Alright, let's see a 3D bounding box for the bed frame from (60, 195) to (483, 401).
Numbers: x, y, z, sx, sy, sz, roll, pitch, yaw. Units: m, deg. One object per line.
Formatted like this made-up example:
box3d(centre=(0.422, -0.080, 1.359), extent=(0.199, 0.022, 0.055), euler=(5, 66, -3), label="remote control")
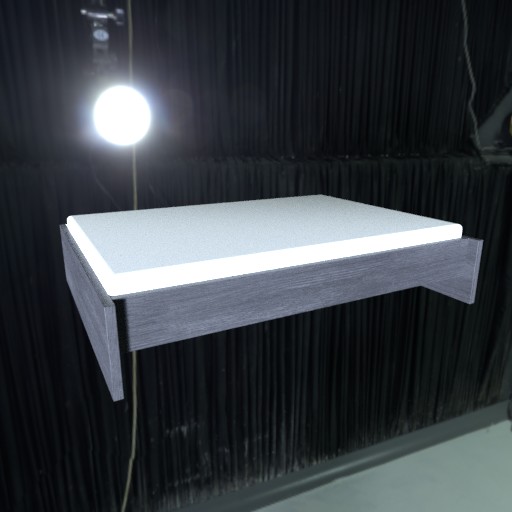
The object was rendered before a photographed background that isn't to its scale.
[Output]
box3d(centre=(0.000, 0.000, 2.590), extent=(1.950, 0.432, 1.490), euler=(-9, 18, -27), label="bed frame")
